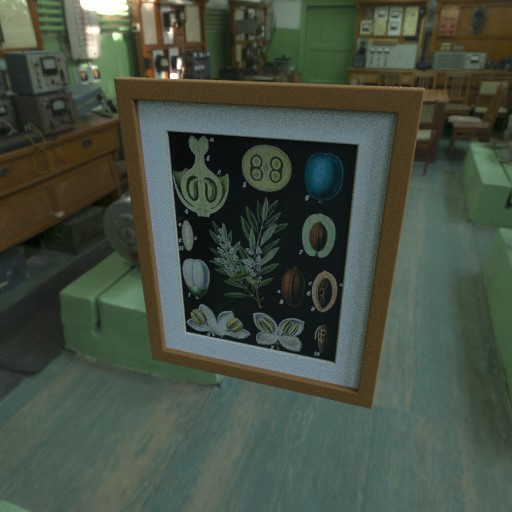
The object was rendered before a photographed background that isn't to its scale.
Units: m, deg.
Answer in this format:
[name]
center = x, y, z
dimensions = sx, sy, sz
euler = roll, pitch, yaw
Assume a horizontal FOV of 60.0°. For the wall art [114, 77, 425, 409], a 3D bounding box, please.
[wall art]
center = 0.000, 0.000, 0.749
dimensions = 0.449, 0.550, 0.021
euler = 8, 29, 16
